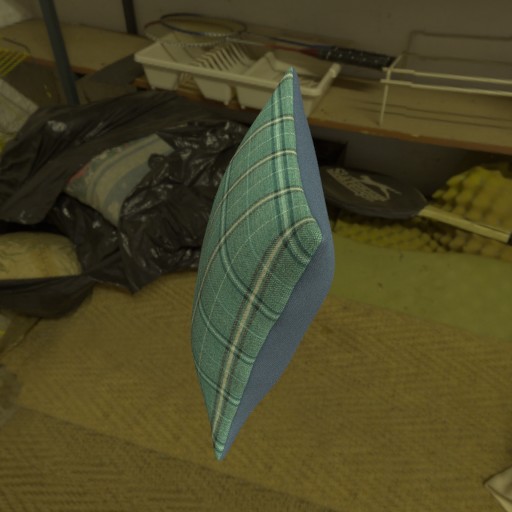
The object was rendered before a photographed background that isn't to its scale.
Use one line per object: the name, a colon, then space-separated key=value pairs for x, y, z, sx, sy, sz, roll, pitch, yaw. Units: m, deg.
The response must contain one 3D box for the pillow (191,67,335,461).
pillow: x=0.000 y=0.000 z=0.690 sx=0.200 sy=0.430 sz=0.453 roll=0 pitch=41 yaw=0
